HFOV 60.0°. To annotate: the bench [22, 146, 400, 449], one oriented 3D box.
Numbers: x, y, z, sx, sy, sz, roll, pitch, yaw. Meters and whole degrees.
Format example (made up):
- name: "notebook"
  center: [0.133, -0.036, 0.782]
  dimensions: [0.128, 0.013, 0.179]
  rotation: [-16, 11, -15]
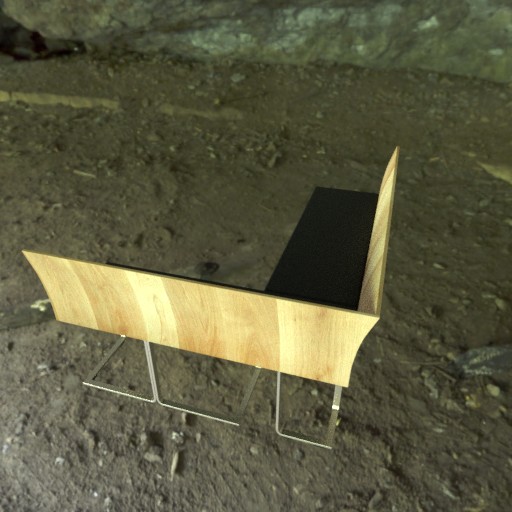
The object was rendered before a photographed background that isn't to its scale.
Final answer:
- name: "bench"
  center: [0.000, 0.000, 2.740]
  dimensions: [1.495, 0.930, 1.945]
  rotation: [9, 33, 15]
